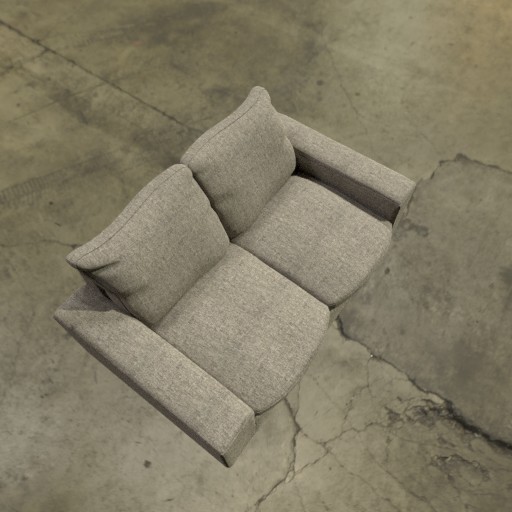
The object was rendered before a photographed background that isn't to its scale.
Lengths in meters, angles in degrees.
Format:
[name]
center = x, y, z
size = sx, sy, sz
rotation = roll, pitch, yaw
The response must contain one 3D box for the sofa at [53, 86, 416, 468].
[sofa]
center = 0.000, 0.000, 2.357
size = 1.094, 0.877, 1.758
rotation = 32, 65, 18
